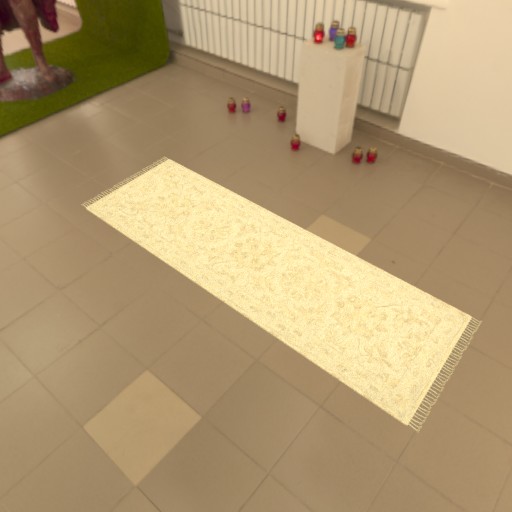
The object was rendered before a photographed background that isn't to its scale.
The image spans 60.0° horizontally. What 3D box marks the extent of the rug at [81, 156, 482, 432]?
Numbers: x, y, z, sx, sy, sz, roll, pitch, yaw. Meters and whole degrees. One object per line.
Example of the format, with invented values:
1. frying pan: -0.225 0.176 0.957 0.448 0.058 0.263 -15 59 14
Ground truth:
1. rug: 0.000 0.000 2.774 2.544 0.015 0.795 30 53 26
